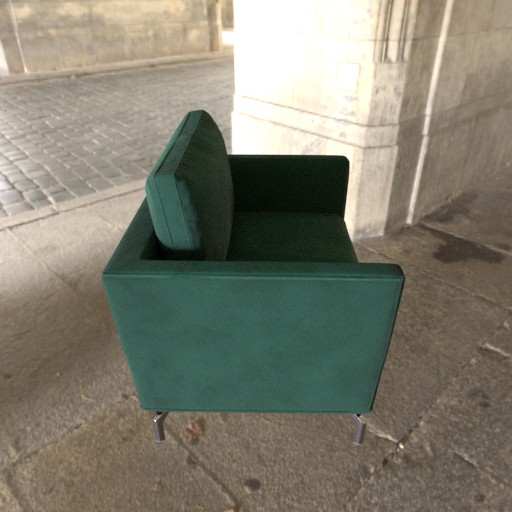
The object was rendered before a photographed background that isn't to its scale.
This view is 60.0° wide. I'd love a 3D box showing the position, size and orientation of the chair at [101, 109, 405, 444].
[{"bbox_3d":[0.000,0.000,1.785,0.852,0.997,1.047,1,31,1],"label":"chair"}]
